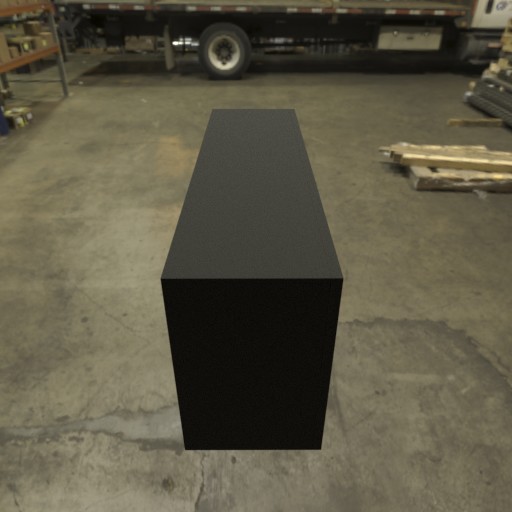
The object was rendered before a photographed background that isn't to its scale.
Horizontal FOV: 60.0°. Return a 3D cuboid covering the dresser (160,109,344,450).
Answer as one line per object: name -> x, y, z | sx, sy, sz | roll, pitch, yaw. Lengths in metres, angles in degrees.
dresser -> 0.000, 0.000, 1.952 | 0.463, 0.872, 1.558 | 0, 33, 0
